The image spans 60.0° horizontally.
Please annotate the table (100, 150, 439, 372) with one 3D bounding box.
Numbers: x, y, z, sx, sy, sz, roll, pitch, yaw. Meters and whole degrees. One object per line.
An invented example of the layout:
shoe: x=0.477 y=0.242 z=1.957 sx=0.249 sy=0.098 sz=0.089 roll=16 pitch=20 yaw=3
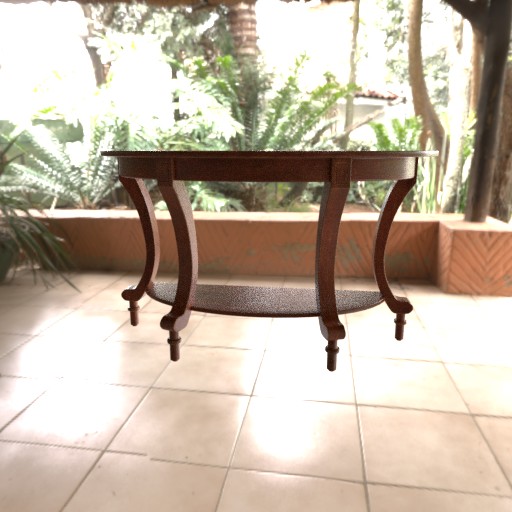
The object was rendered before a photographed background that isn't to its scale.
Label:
table: x=0.000 y=0.000 z=1.510 sx=1.198 sy=0.699 sz=0.394 roll=2 pitch=14 yaw=8
